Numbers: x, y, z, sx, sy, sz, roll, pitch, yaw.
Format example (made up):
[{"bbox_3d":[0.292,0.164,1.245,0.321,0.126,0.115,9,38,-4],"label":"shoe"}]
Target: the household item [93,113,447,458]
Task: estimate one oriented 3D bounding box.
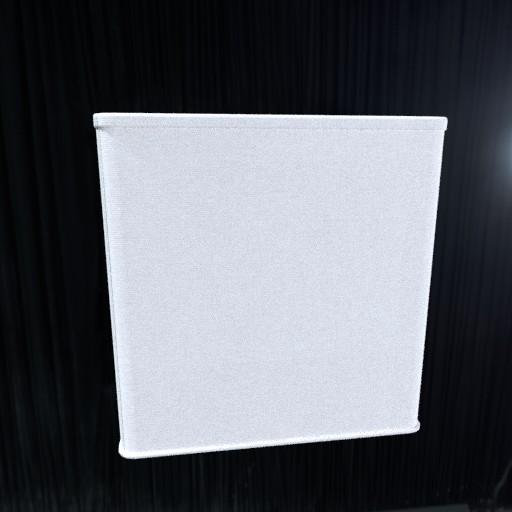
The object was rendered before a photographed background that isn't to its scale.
[{"bbox_3d":[0.000,0.000,0.539,0.305,0.305,0.305,-2,13,-8],"label":"household item"}]
